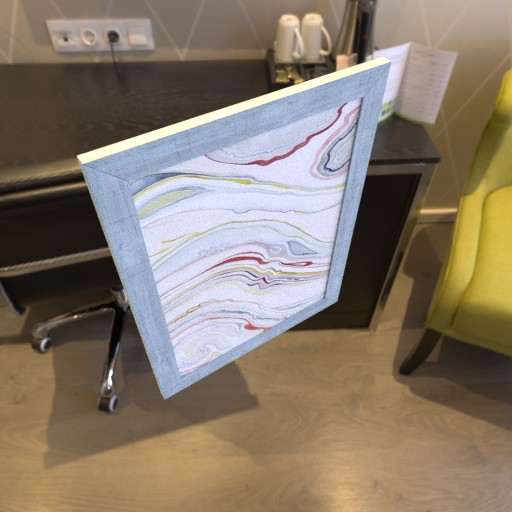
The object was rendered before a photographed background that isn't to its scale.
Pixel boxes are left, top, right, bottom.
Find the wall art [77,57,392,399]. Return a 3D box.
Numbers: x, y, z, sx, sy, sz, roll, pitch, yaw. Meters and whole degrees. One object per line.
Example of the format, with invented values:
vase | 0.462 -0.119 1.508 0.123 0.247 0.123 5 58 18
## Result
wall art | 0.000 0.000 0.821 0.481 0.613 0.020 -26 53 -21
